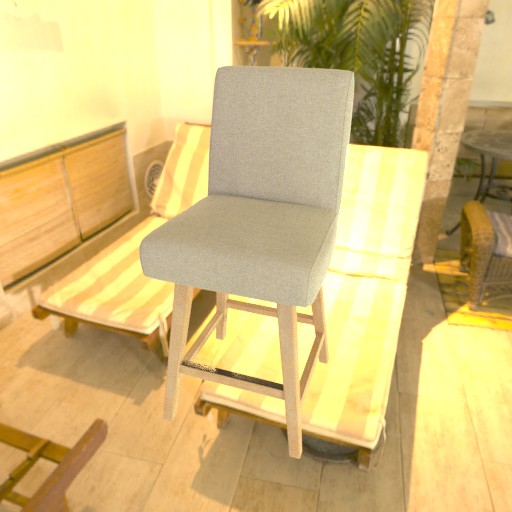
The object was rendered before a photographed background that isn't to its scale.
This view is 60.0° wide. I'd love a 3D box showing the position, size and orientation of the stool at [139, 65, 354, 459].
[{"bbox_3d":[0.000,0.000,1.437,0.507,1.085,0.606,9,30,17],"label":"stool"}]
